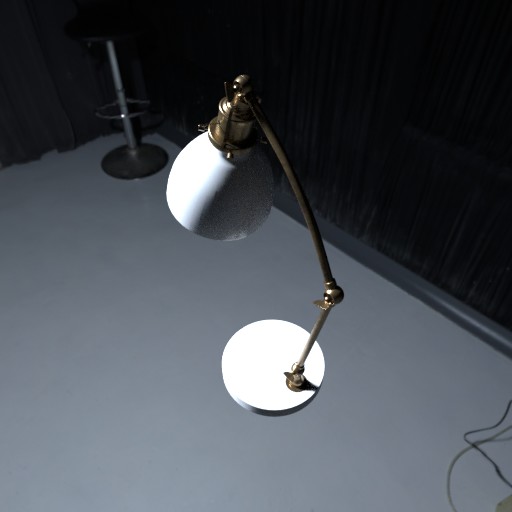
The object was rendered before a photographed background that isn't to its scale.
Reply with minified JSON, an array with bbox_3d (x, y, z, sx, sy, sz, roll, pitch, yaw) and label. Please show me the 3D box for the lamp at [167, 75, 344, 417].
[{"bbox_3d":[0.000,0.000,0.660,0.186,0.522,0.317,-32,54,-28],"label":"lamp"}]
